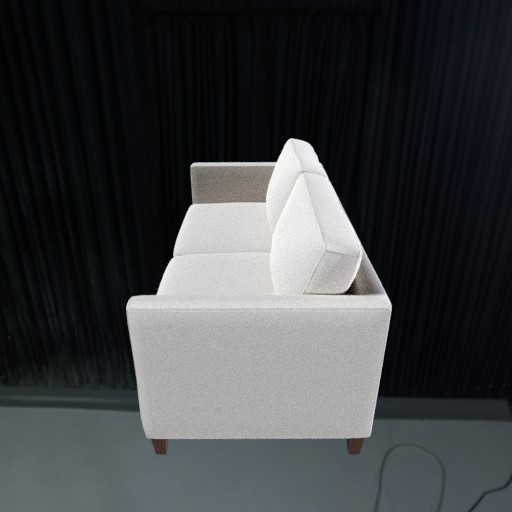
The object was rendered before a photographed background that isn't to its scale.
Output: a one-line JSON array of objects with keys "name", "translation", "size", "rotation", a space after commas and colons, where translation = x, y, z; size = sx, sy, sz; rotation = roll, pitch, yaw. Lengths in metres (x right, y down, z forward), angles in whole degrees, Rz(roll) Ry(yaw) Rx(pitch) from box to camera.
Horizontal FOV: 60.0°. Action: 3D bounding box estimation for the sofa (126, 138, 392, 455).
[{"name": "sofa", "translation": [0.000, 0.000, 2.245], "size": [0.873, 0.888, 1.722], "rotation": [0, 27, 0]}]
